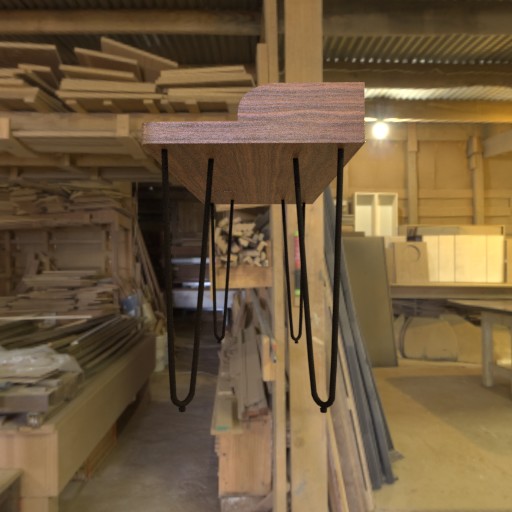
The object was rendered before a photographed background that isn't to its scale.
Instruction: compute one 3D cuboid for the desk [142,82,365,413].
[{"bbox_3d":[0.000,0.000,1.703,0.565,0.854,1.200,0,-1,1],"label":"desk"}]
